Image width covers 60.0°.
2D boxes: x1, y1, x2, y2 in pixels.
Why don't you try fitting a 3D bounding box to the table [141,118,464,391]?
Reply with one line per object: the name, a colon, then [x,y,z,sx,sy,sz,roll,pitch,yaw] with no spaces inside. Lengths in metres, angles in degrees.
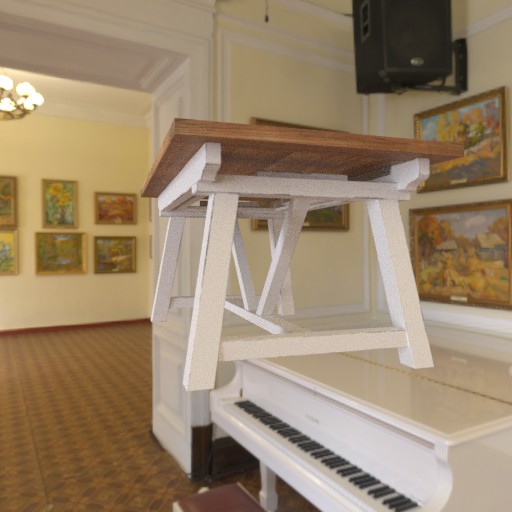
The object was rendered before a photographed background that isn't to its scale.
table: [0.000,0.000,2.003,0.922,0.743,1.503,0,1,-18]
